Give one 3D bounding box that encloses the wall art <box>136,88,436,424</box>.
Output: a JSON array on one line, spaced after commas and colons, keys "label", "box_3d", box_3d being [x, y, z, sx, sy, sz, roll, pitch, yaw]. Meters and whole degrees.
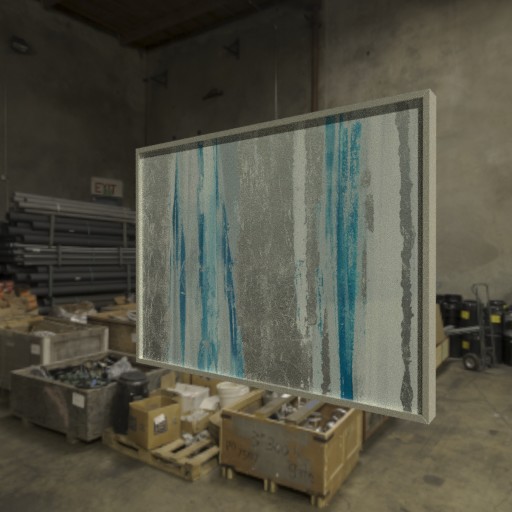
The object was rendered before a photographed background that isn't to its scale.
[{"label": "wall art", "box_3d": [0.000, 0.000, 1.388, 1.056, 0.801, 0.066, 0, 0, 35]}]
